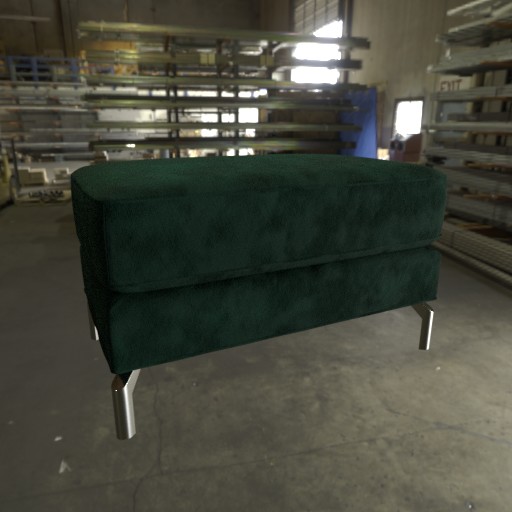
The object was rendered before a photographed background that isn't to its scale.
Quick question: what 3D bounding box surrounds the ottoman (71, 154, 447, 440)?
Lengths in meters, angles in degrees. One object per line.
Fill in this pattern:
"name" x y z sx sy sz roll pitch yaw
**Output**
"ottoman" 0.000 0.000 1.228 0.886 0.533 0.536 -8 19 -25
